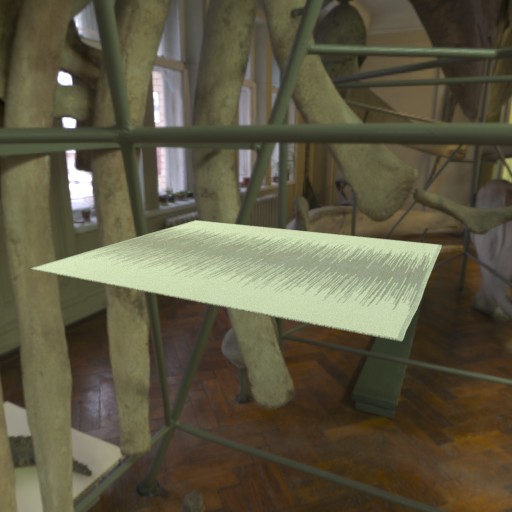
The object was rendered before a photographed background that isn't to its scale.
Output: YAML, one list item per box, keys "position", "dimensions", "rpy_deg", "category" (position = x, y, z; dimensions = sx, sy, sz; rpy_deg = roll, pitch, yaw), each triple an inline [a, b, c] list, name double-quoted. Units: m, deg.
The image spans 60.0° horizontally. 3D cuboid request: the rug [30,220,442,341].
- position: [0.000, 0.000, 4.129]
  dimensions: [3.037, 0.010, 2.453]
  rpy_deg: [8, 17, 26]
  category: "rug"
